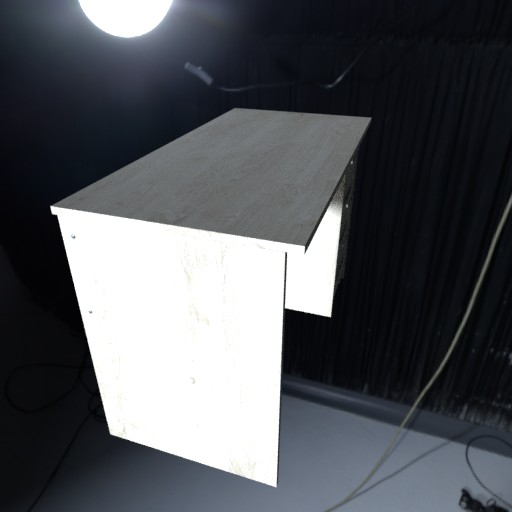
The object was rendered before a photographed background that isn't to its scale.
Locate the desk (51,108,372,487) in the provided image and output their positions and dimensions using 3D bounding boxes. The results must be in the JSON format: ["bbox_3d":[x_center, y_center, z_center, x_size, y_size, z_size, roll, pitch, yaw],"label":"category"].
[{"bbox_3d":[0.000,0.000,1.503,0.560,0.730,1.096,10,31,16],"label":"desk"}]
